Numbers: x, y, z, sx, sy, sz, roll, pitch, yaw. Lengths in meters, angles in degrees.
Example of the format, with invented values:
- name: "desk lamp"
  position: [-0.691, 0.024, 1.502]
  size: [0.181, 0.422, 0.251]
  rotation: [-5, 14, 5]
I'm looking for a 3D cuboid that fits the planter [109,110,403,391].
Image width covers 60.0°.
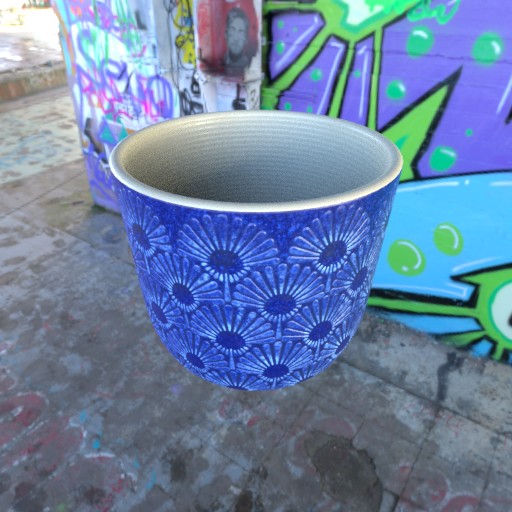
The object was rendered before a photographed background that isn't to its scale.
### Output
- name: "planter"
  position: [0.000, 0.000, 0.372]
  size: [0.206, 0.190, 0.206]
  rotation: [0, 32, 0]
